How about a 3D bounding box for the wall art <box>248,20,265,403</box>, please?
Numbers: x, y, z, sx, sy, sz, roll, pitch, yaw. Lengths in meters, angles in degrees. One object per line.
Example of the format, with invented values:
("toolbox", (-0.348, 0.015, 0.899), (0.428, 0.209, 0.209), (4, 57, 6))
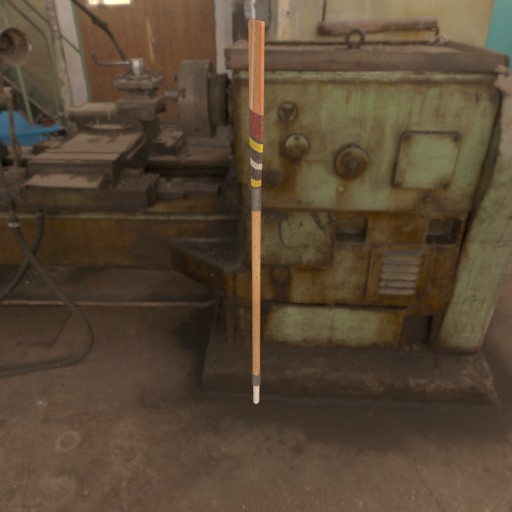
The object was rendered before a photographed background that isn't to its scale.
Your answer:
("wall art", (0.000, 0.000, 1.657), (0.038, 1.556, 0.146), (-8, 31, -13))
